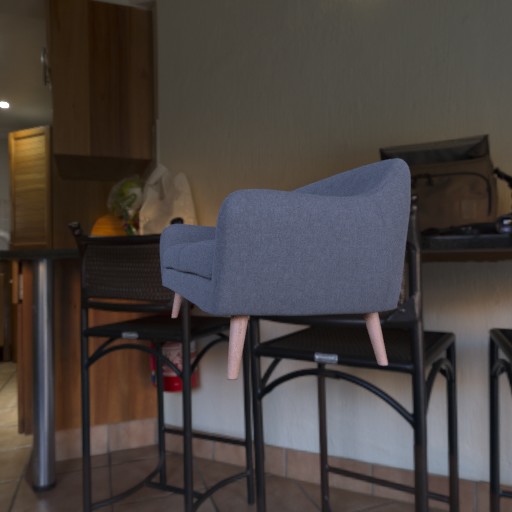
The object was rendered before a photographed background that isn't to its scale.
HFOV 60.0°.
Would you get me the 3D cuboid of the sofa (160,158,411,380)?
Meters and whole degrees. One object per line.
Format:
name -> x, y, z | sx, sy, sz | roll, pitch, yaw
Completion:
sofa -> 0.000, 0.000, 2.304 | 0.820, 0.820, 1.840 | 0, 0, -18
